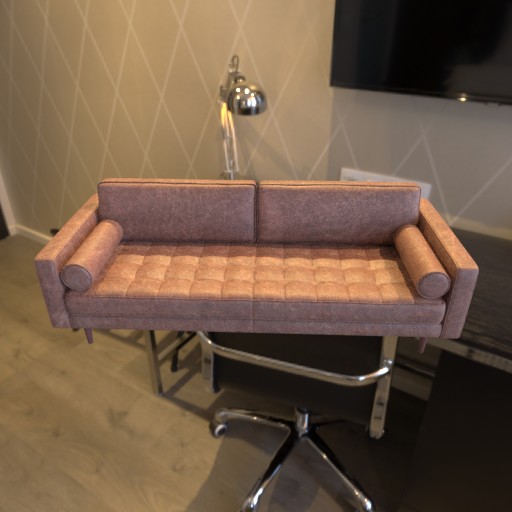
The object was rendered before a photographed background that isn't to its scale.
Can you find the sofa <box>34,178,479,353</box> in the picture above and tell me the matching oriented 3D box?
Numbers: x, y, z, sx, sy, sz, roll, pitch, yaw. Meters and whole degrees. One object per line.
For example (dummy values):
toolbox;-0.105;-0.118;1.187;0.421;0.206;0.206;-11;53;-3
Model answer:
sofa;0.000;0.000;2.630;2.210;0.762;0.914;1;30;2
